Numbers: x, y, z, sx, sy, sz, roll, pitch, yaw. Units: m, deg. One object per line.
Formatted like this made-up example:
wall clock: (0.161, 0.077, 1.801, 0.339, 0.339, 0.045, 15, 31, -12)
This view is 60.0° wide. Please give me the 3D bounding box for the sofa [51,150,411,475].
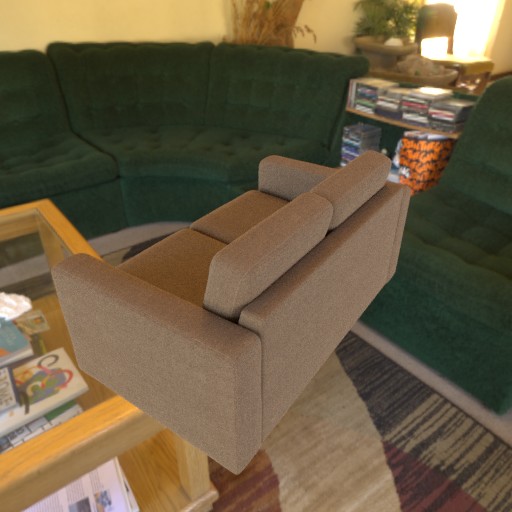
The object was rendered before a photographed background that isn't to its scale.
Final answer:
sofa: (0.000, 0.000, 2.039, 0.900, 0.800, 1.520, 20, 37, 29)
